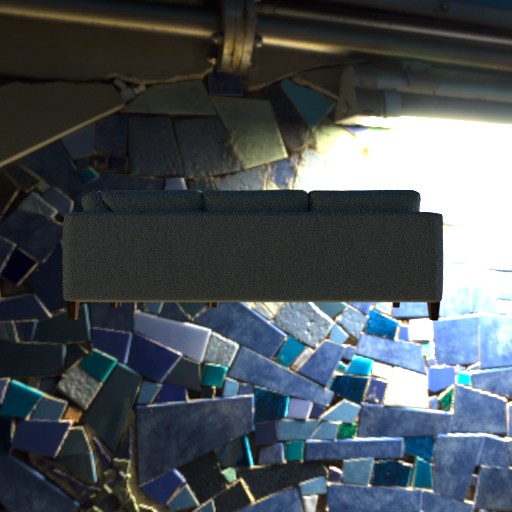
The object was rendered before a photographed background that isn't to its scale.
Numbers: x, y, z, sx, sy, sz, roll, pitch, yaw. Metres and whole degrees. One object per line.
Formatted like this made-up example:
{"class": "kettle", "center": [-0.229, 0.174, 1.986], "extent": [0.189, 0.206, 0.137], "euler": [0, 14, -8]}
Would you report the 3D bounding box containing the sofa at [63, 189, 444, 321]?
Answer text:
{"class": "sofa", "center": [0.000, 0.000, 4.581], "extent": [2.551, 0.889, 3.403], "euler": [0, -1, 1]}
